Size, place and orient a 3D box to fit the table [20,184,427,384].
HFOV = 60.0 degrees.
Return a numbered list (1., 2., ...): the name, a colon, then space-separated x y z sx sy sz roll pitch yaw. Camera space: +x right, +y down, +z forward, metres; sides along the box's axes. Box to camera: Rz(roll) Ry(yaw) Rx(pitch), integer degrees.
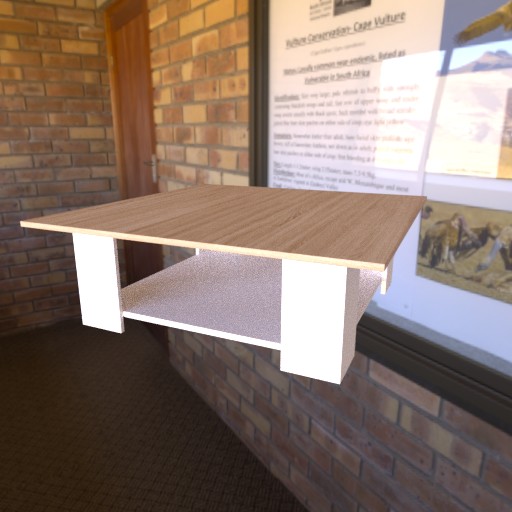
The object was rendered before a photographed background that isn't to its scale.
1. table: 0.000 0.000 1.360 0.890 0.305 0.890 7 17 24
